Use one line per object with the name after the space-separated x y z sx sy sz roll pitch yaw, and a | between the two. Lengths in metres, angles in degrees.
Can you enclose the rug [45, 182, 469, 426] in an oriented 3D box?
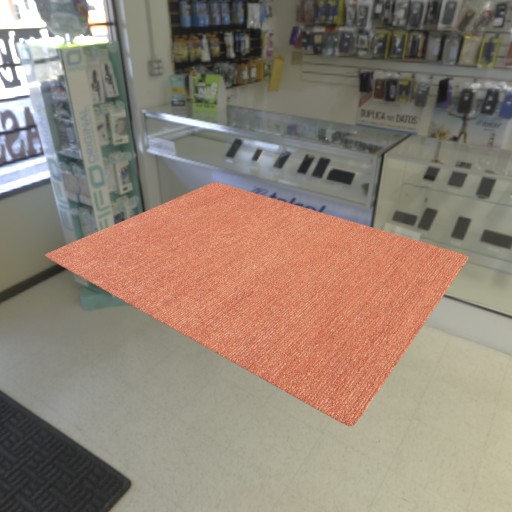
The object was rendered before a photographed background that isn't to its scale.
0.000 0.000 2.745 2.112 0.009 1.594 21 36 32 | rug
